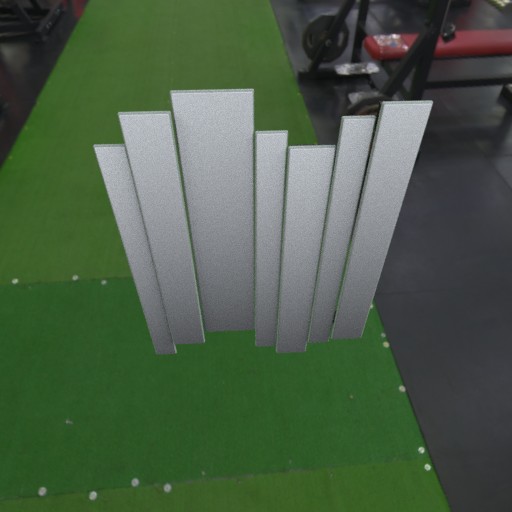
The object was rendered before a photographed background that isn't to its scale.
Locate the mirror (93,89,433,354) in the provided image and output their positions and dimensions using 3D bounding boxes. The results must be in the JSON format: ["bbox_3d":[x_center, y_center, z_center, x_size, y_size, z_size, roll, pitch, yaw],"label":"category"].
[{"bbox_3d":[0.000,0.000,0.784,0.445,0.611,0.058,-2,46,-2],"label":"mirror"}]
